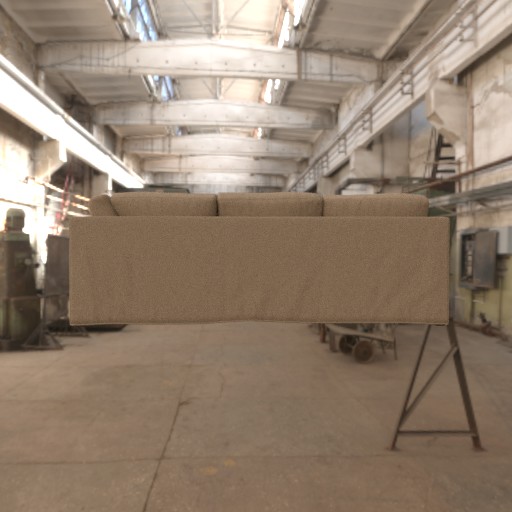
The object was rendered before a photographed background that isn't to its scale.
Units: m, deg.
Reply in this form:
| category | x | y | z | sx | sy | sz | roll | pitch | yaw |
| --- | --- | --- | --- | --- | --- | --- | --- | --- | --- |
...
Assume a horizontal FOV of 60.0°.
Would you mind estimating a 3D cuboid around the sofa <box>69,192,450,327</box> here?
| category | x | y | z | sx | sy | sz | roll | pitch | yaw |
| --- | --- | --- | --- | --- | --- | --- | --- | --- | --- |
| sofa | 0.000 | 0.000 | 4.517 | 2.427 | 0.882 | 3.460 | 0 | 0 | -1 |
